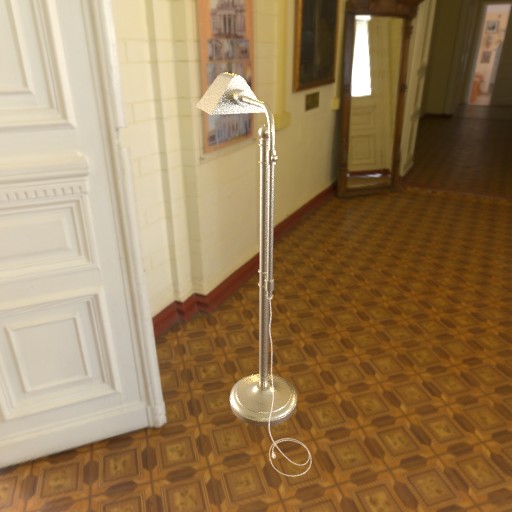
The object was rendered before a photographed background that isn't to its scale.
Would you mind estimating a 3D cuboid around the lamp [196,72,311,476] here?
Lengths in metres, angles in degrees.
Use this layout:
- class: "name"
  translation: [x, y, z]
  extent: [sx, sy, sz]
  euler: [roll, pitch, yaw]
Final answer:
- class: "lamp"
  translation: [0.000, 0.000, 0.952]
  extent: [0.159, 0.708, 0.546]
  euler: [-8, 26, -16]
